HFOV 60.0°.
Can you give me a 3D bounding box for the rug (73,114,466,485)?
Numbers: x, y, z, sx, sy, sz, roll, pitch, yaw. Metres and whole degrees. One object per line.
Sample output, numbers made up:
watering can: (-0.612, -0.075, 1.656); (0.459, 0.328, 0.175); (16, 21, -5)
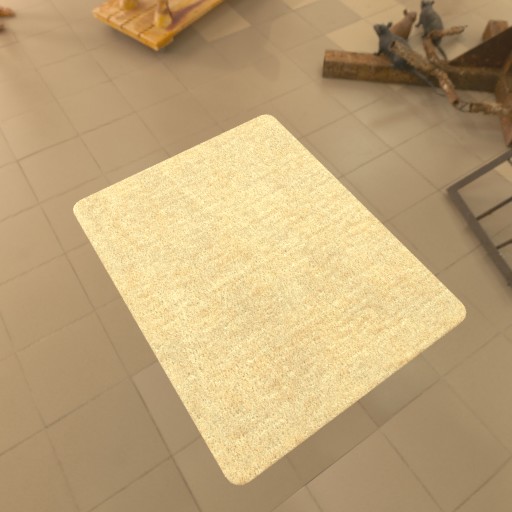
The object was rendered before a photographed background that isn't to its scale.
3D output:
rug: (0.000, 0.000, 3.411); (2.009, 0.048, 2.528); (-30, 63, -17)
